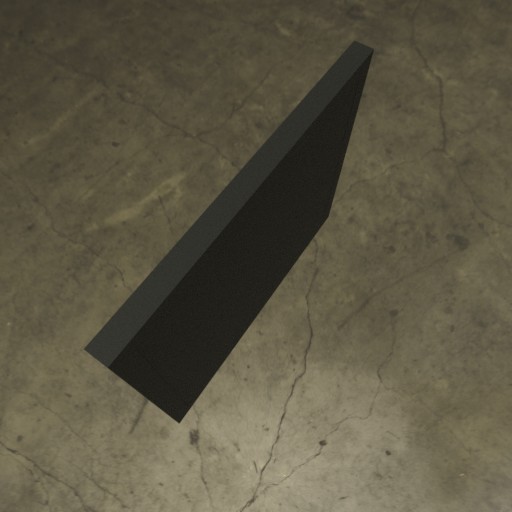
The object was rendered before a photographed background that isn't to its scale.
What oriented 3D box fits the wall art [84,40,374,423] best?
[{"bbox_3d":[0.000,0.000,0.538,0.024,0.329,0.404,31,67,15],"label":"wall art"}]
